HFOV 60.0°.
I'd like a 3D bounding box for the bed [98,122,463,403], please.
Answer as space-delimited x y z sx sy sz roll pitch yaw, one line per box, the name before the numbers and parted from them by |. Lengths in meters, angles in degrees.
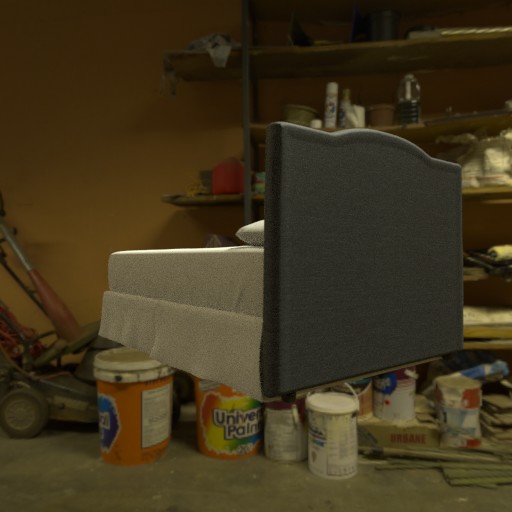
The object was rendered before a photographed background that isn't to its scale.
bed | 0.000 0.000 3.553 1.747 1.441 2.507 0 0 -37
